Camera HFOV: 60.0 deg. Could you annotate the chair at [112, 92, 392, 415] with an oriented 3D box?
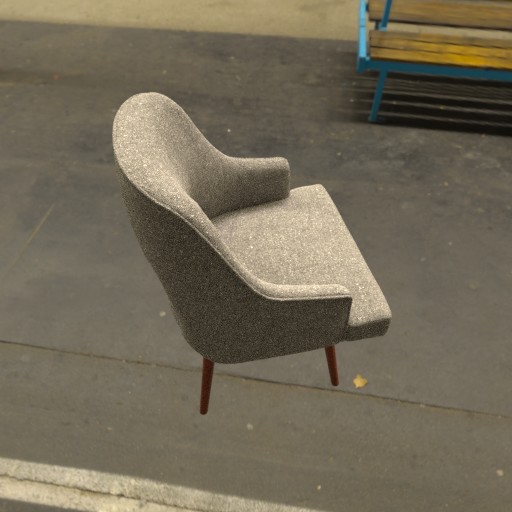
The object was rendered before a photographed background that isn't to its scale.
[{"bbox_3d":[0.000,0.000,1.284,0.629,0.875,0.608,-9,47,-9],"label":"chair"}]
